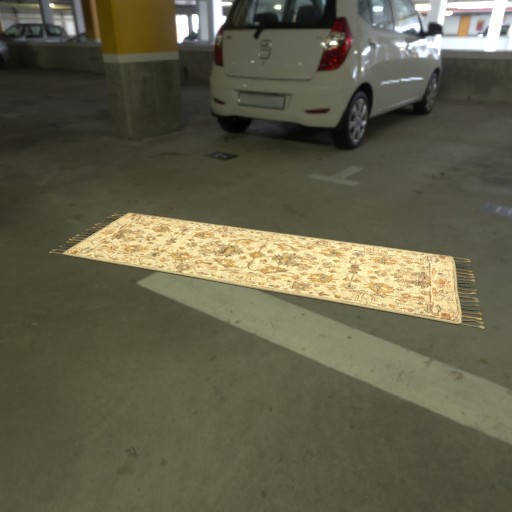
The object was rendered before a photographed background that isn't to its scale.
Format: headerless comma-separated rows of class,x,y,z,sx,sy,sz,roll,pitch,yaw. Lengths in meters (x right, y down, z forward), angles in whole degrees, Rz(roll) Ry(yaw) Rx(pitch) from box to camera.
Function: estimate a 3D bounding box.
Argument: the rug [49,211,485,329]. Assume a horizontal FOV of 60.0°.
rug,0.000,0.000,2.656,2.438,0.021,0.729,9,28,17
